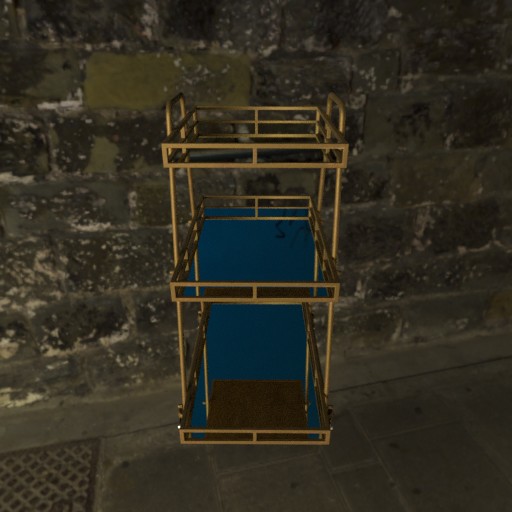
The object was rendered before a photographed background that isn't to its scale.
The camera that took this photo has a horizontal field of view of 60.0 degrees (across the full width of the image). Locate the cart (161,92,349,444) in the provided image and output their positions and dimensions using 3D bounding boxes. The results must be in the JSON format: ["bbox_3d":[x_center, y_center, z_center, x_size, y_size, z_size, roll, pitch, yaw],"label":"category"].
[{"bbox_3d":[0.000,0.000,1.289,0.441,0.883,0.711,0,27,0],"label":"cart"}]
